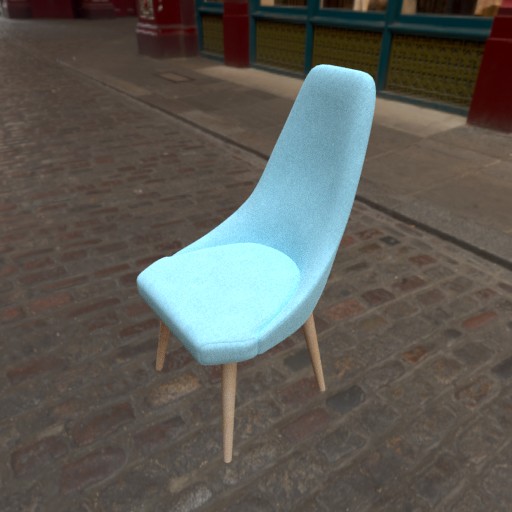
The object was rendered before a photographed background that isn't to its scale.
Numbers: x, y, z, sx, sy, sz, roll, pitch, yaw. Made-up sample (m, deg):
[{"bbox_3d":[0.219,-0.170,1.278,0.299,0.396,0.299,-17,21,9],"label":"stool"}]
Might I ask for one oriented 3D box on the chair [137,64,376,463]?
[{"bbox_3d":[0.000,0.000,1.391,0.660,1.040,0.510,-22,38,-30],"label":"chair"}]
